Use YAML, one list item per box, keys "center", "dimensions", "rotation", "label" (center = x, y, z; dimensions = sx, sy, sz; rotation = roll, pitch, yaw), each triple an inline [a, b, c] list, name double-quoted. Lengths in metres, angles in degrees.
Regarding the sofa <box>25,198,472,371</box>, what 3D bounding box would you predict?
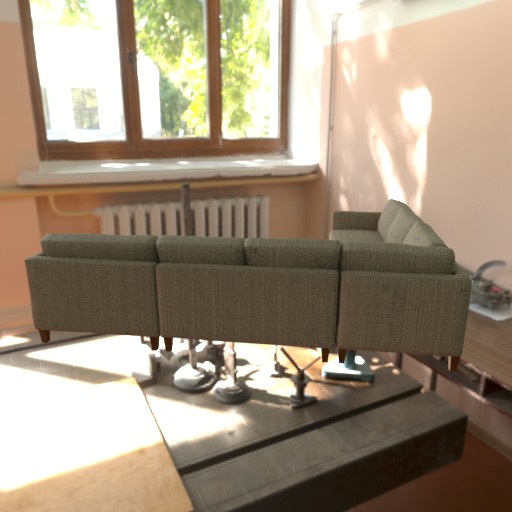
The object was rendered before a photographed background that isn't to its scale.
- center: [0.000, 0.000, 4.603]
  dimensions: [3.460, 0.961, 2.594]
  rotation: [2, 16, 8]
  label: "sofa"
